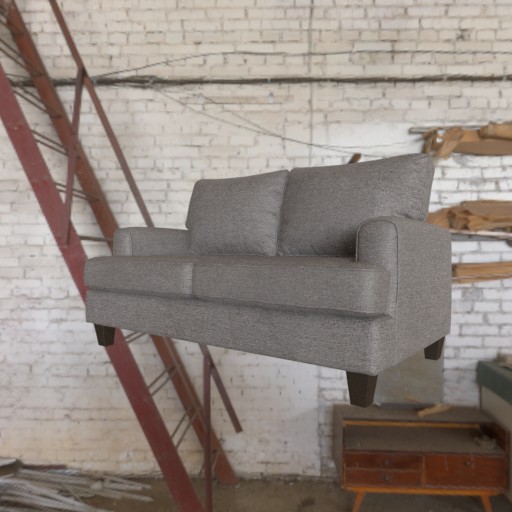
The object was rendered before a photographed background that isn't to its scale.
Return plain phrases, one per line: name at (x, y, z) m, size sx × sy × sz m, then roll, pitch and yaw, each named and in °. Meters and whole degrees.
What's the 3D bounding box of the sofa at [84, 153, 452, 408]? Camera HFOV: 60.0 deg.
sofa at (0.000, 0.000, 2.221) m, size 1.651 × 0.965 × 0.965 m, roll 1°, pitch 2°, yaw 38°
